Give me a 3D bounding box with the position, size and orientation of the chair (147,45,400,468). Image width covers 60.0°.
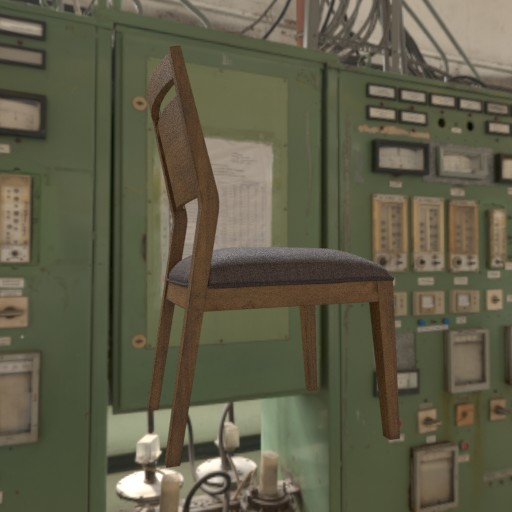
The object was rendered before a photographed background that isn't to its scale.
[{"bbox_3d":[0.000,0.000,1.274,0.610,0.939,0.501,0,-1,-19],"label":"chair"}]
